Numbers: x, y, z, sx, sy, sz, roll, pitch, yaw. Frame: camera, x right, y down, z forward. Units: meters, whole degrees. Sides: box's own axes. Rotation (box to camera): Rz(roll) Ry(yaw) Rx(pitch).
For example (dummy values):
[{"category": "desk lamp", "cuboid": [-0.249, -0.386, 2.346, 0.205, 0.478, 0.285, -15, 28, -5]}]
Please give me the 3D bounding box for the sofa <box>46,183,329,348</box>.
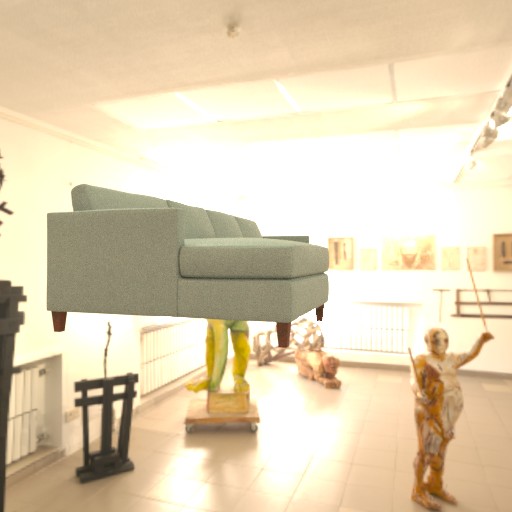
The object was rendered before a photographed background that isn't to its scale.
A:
[{"category": "sofa", "cuboid": [0.000, 0.000, 4.116, 1.600, 0.953, 3.470, 0, 0, 19]}]
